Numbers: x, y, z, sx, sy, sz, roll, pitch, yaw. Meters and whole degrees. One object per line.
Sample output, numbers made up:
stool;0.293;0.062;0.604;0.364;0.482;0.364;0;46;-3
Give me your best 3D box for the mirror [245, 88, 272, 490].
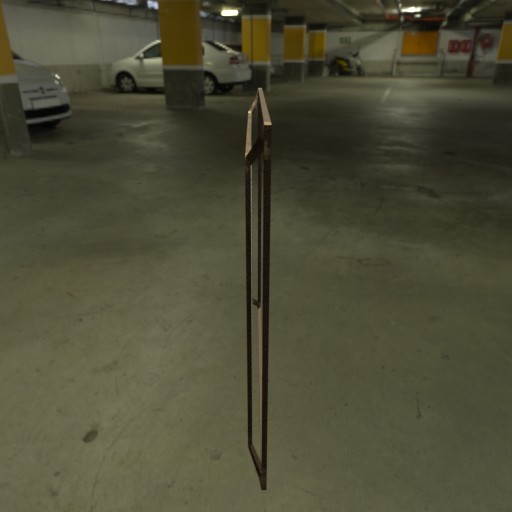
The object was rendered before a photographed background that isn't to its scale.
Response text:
mirror;0.000;0.000;0.915;0.032;0.610;0.610;0;24;0
